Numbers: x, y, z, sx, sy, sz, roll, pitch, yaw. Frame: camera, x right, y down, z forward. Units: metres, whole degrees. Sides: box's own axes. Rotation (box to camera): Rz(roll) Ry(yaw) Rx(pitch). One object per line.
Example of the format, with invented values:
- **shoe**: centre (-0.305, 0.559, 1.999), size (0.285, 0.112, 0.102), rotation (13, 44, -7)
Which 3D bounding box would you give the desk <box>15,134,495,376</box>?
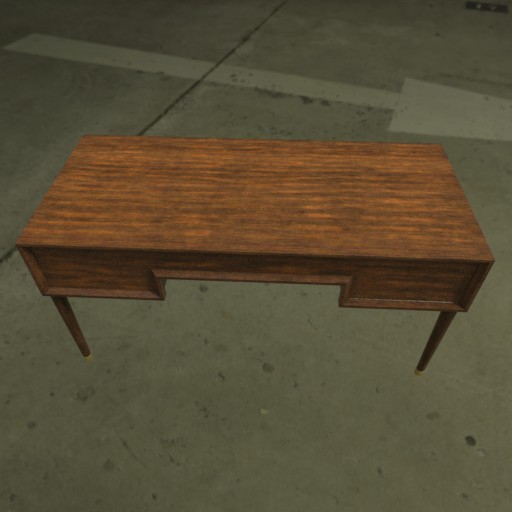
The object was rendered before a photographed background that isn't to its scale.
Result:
- **desk**: centre (0.000, 0.000, 1.975), size (1.575, 0.762, 0.724), rotation (2, 45, 2)
